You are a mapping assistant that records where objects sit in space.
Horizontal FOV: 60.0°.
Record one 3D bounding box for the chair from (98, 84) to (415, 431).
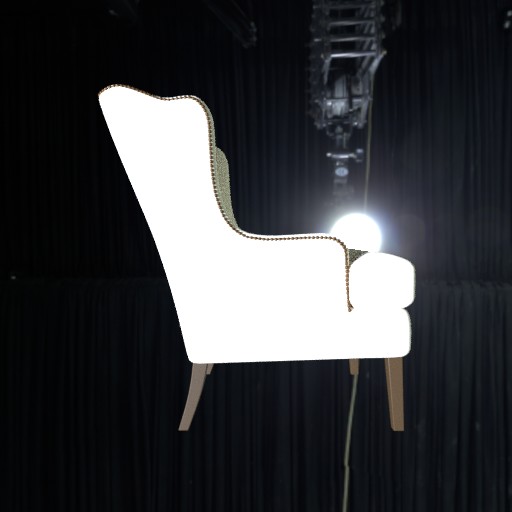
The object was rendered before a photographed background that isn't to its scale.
[{"bbox_3d":[0.000,0.000,1.620,0.940,1.029,0.737,0,1,0],"label":"chair"}]
